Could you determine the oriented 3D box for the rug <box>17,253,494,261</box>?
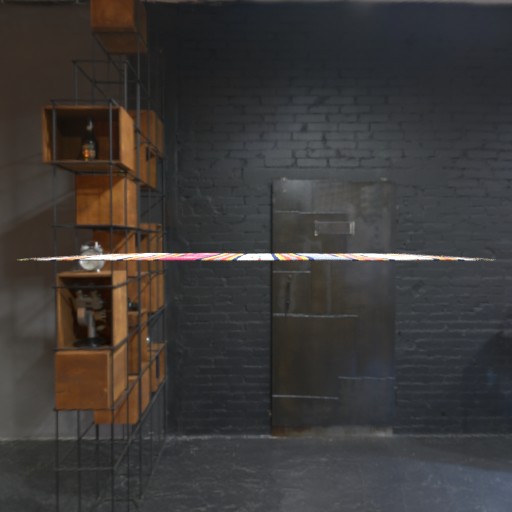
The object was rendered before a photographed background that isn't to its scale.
[{"bbox_3d":[0.000,0.000,2.239,1.849,0.013,1.084,0,1,1],"label":"rug"}]
